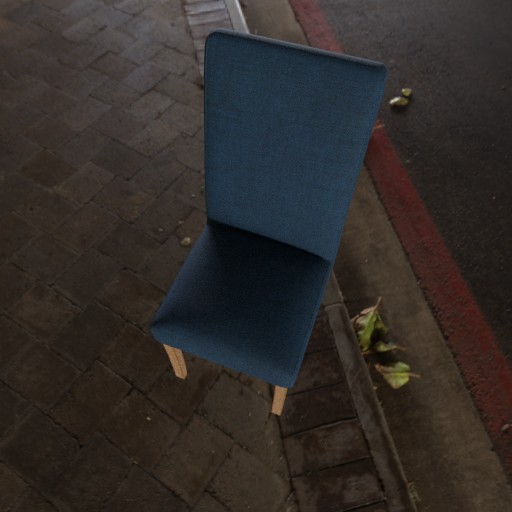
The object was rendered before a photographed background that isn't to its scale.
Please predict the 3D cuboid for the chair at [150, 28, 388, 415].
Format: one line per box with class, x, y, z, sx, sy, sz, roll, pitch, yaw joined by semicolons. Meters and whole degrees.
chair;0.000;0.000;1.334;0.450;1.029;0.610;17;60;11
